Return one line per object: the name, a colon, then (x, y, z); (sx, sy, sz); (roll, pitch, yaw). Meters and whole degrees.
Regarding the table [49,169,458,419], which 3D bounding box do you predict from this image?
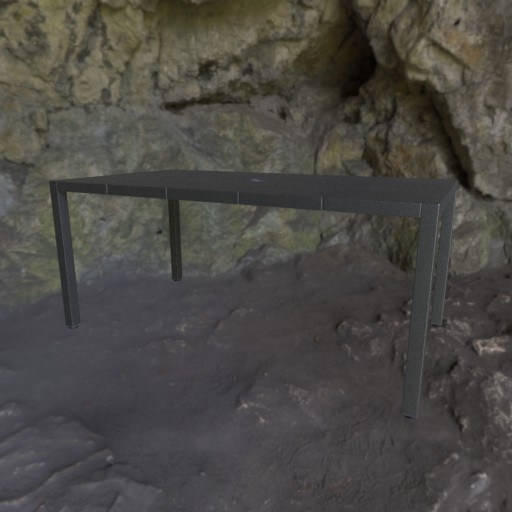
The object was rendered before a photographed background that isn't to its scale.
table: (0.000, 0.000, 2.159); (1.680, 0.735, 0.914); (7, 16, 26)
